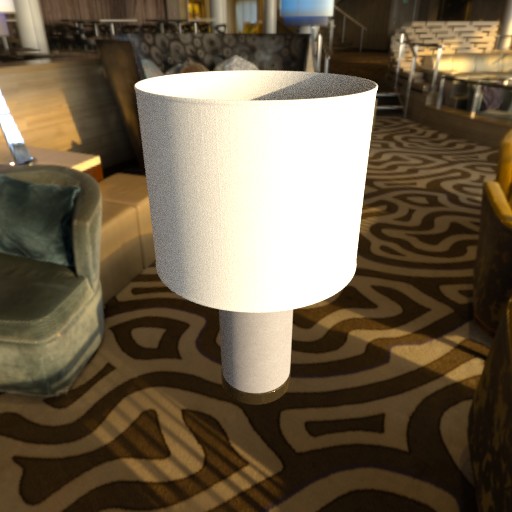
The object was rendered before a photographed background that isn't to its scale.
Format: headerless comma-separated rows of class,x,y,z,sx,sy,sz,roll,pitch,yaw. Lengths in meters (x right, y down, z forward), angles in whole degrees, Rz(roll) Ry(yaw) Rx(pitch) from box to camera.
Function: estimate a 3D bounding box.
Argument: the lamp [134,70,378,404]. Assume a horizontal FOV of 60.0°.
lamp,0.000,0.000,0.517,0.229,0.380,0.229,0,28,0
